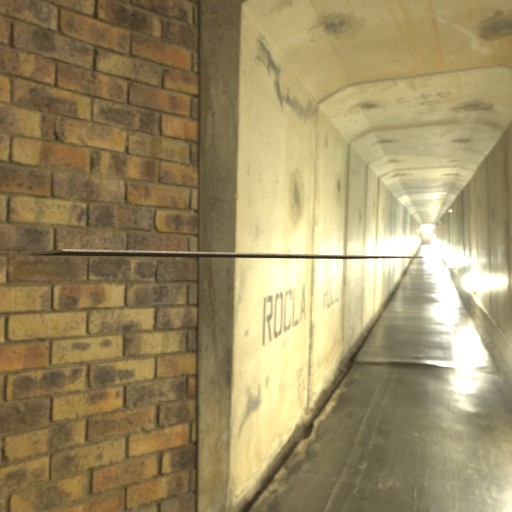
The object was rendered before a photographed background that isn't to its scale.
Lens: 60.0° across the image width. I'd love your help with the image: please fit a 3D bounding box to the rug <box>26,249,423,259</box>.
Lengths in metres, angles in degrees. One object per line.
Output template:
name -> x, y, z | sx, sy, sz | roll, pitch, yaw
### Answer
rug -> 0.000, 0.000, 2.737 | 2.435, 0.011, 0.750 | 1, -2, -37
